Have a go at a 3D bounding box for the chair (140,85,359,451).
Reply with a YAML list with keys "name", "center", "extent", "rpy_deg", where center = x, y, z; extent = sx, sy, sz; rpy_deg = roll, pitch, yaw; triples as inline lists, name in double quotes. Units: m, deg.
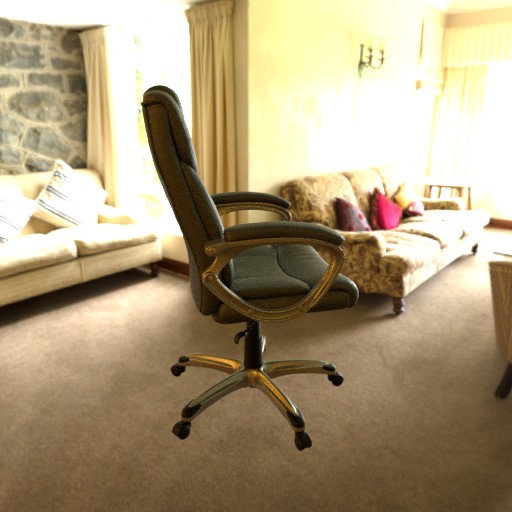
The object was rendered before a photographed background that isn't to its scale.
- name: "chair"
  center: [0.000, 0.000, 1.588]
  extent: [0.719, 1.130, 0.721]
  rpy_deg: [-3, 17, -10]
